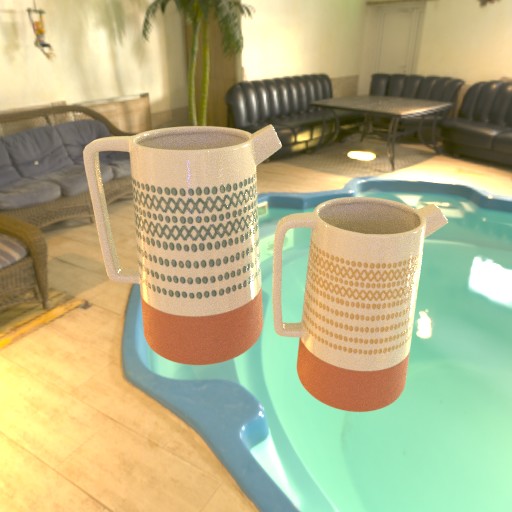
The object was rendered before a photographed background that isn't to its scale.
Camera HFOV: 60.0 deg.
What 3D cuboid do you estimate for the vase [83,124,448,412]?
[{"bbox_3d":[0.000,0.000,0.458,0.326,0.247,0.168,19,32,33],"label":"vase"}]
